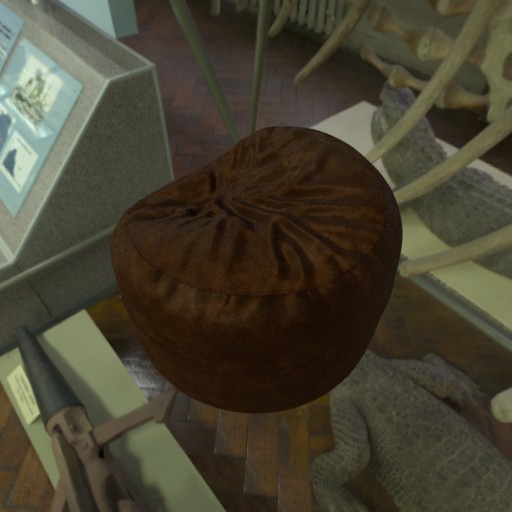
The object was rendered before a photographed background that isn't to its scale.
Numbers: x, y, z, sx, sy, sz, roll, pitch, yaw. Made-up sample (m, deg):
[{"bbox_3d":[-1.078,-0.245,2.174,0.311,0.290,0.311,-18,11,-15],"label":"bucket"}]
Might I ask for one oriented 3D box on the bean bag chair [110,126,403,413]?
[{"bbox_3d":[0.000,0.000,1.515,0.918,0.616,0.918,0,47,0],"label":"bean bag chair"}]
